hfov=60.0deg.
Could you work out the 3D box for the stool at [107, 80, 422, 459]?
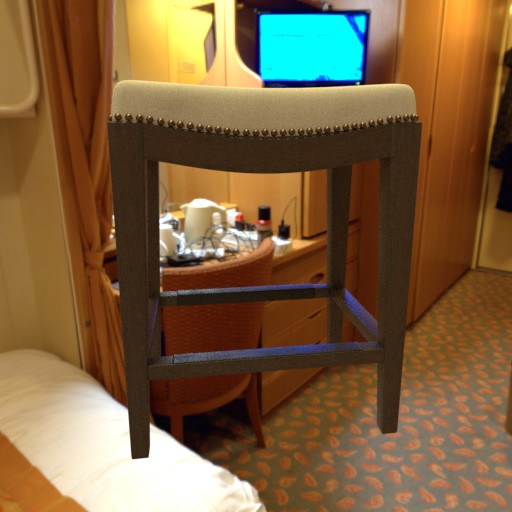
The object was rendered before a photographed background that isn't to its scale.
[{"bbox_3d":[0.000,0.000,0.906,0.500,0.642,0.361,-2,17,-8],"label":"stool"}]
